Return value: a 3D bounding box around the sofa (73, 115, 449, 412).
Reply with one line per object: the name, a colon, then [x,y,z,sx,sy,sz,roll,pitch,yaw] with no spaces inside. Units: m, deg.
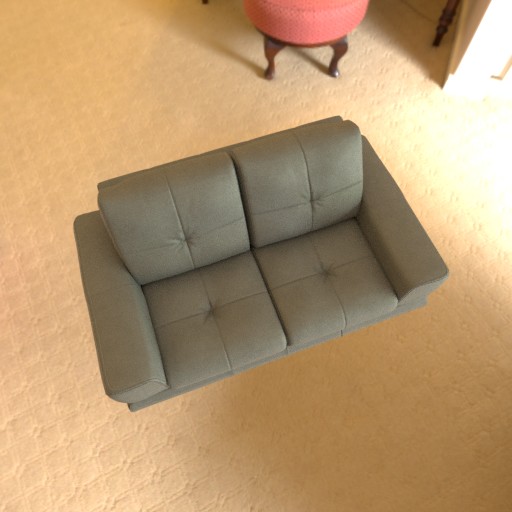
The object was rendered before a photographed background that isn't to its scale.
sofa: [0.000,0.000,2.395,1.806,0.907,1.018,-18,65,-9]
